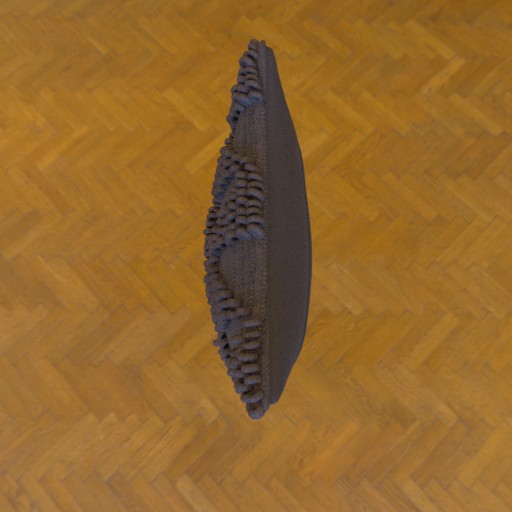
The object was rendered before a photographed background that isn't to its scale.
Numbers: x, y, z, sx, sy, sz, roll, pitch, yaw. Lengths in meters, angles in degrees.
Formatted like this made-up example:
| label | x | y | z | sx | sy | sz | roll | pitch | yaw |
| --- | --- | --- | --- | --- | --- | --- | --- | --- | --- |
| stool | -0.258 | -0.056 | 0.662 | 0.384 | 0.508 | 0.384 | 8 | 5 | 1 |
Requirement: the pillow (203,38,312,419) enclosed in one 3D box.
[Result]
| label | x | y | z | sx | sy | sz | roll | pitch | yaw |
| --- | --- | --- | --- | --- | --- | --- | --- | --- | --- |
| pillow | 0.000 | 0.000 | 0.727 | 0.172 | 0.467 | 0.470 | 0 | 75 | 0 |
